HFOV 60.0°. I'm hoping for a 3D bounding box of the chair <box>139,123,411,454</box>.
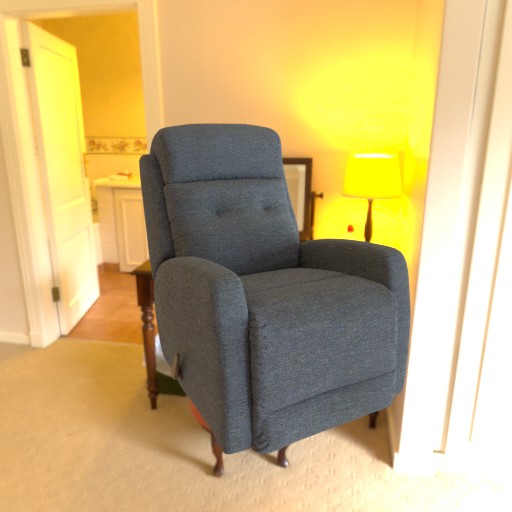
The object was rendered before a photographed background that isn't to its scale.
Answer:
[{"bbox_3d":[0.000,0.000,1.744,0.798,1.013,1.043,-8,17,-27],"label":"chair"}]
